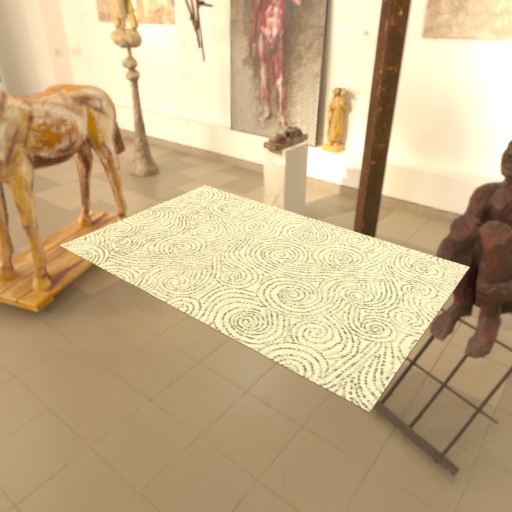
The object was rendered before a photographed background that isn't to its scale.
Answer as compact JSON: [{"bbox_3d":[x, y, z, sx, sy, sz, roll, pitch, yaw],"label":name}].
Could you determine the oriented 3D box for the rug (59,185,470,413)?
[{"bbox_3d":[0.000,0.000,3.087,2.439,0.005,1.524,21,36,32],"label":"rug"}]
